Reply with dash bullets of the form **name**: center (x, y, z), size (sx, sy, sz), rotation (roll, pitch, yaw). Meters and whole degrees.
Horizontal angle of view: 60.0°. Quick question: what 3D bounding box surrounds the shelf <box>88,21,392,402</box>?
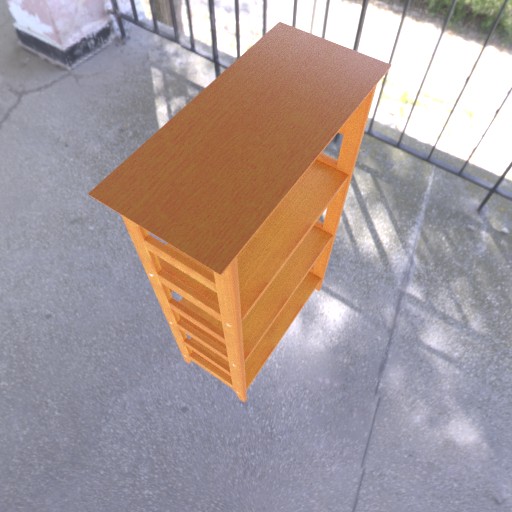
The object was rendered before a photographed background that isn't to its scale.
- **shelf**: center (0.000, 0.000, 1.372), size (0.305, 1.067, 0.660), rotation (30, 63, 17)
